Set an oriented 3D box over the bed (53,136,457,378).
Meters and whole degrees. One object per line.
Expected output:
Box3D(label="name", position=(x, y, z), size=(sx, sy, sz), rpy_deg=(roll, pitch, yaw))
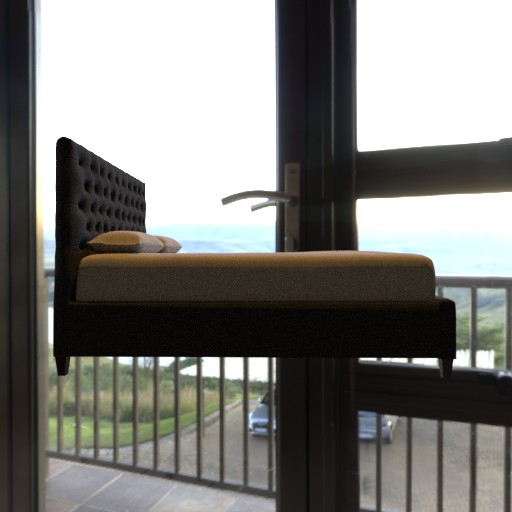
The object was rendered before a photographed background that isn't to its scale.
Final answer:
Box3D(label="bed", position=(0.000, 0.000, 3.433), size=(2.387, 1.427, 1.698), rpy_deg=(0, 0, 1))
